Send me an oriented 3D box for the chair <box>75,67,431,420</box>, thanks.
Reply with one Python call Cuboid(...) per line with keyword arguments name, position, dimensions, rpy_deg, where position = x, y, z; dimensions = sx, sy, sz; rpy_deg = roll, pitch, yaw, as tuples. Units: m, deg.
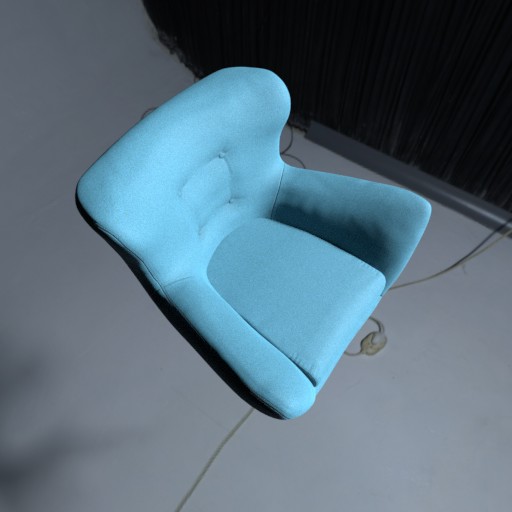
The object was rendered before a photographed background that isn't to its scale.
Cuboid(name="chair", position=(0.000, 0.000, 1.587), dimensions=(0.889, 0.889, 0.890), rpy_deg=(33, 63, 19))
